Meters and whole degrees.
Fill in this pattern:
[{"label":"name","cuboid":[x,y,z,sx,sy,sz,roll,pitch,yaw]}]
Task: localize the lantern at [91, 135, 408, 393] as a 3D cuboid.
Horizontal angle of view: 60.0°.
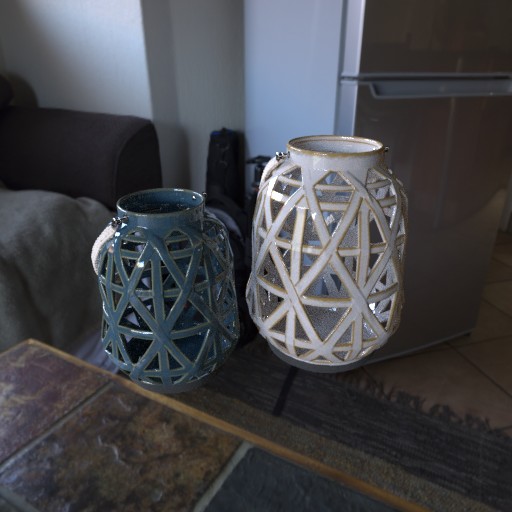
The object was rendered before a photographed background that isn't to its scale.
[{"label":"lantern","cuboid":[0.000,0.000,0.626,0.439,0.307,0.245,-6,26,-13]}]
